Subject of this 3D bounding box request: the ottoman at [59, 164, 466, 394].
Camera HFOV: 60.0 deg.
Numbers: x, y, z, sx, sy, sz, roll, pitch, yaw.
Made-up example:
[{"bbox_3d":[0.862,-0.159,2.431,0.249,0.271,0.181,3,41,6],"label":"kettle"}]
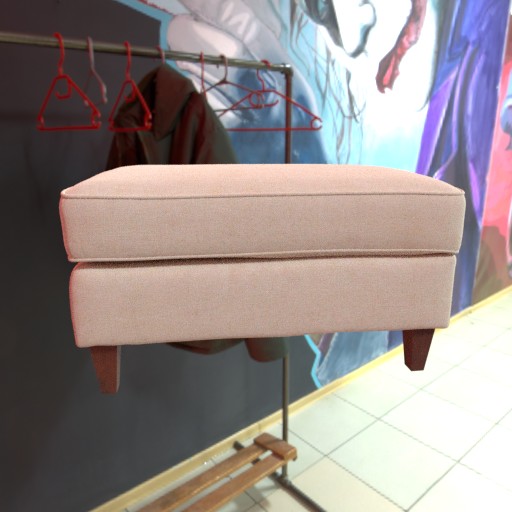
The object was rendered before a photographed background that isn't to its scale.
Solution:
[{"bbox_3d":[0.000,0.000,1.207,0.862,0.484,0.583,-2,15,-8],"label":"ottoman"}]
